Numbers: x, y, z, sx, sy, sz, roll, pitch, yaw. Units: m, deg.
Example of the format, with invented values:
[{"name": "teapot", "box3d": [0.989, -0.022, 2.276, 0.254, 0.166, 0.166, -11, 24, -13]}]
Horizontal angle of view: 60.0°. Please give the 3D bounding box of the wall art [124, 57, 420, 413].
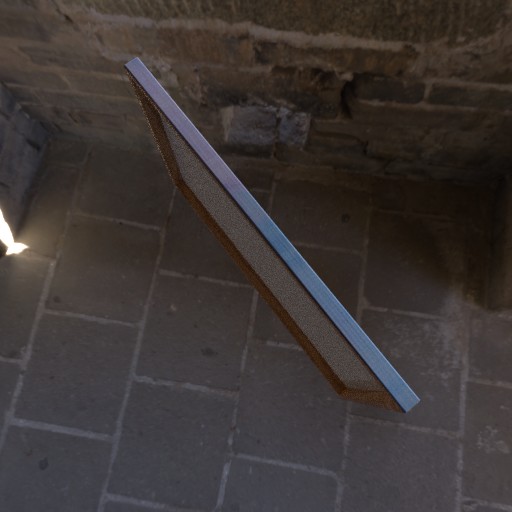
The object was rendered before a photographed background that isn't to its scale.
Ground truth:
[{"name": "wall art", "box3d": [0.000, 0.000, 1.171, 0.037, 0.605, 0.911, -36, 78, -9]}]
